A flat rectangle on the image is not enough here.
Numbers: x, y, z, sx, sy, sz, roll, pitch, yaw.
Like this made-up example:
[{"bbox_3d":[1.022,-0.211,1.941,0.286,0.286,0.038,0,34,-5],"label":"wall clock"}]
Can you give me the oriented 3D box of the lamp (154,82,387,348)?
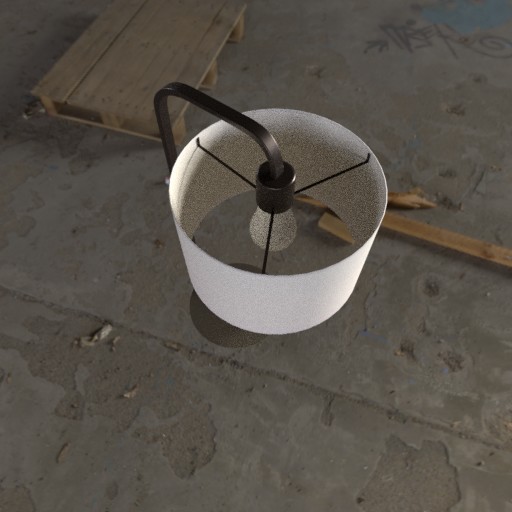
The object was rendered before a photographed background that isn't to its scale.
[{"bbox_3d":[0.000,0.000,0.630,0.288,0.473,0.230,33,64,19],"label":"lamp"}]
